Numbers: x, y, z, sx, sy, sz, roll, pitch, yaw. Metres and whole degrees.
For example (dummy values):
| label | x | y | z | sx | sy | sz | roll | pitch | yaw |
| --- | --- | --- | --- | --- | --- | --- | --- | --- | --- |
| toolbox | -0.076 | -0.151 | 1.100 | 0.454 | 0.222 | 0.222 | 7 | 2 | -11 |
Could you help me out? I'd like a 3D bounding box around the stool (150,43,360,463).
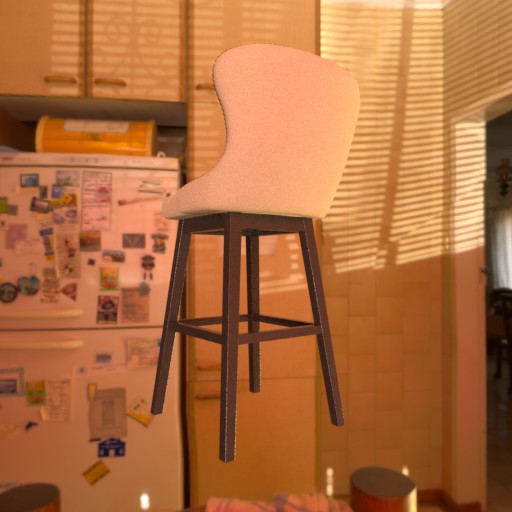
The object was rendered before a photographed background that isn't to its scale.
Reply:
| label | x | y | z | sx | sy | sz | roll | pitch | yaw |
| --- | --- | --- | --- | --- | --- | --- | --- | --- | --- |
| stool | 0.000 | 0.000 | 1.408 | 0.528 | 1.066 | 0.605 | 1 | -1 | -37 |
